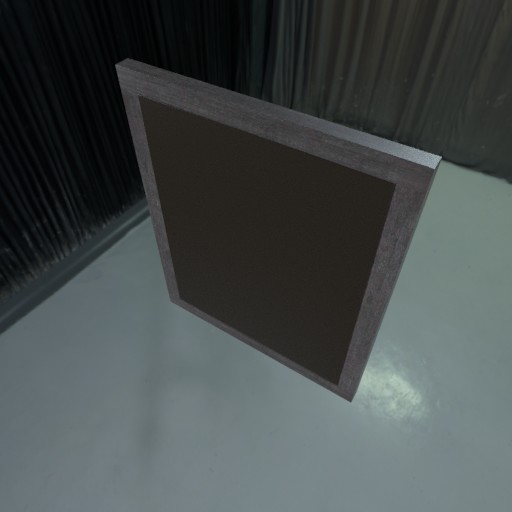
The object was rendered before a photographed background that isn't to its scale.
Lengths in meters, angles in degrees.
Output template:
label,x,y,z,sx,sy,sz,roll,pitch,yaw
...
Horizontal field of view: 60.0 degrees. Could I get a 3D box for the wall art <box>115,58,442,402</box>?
label,x,y,z,sx,sy,sz,roll,pitch,yaw
wall art,0.000,0.000,0.790,0.479,0.580,0.027,25,52,22
